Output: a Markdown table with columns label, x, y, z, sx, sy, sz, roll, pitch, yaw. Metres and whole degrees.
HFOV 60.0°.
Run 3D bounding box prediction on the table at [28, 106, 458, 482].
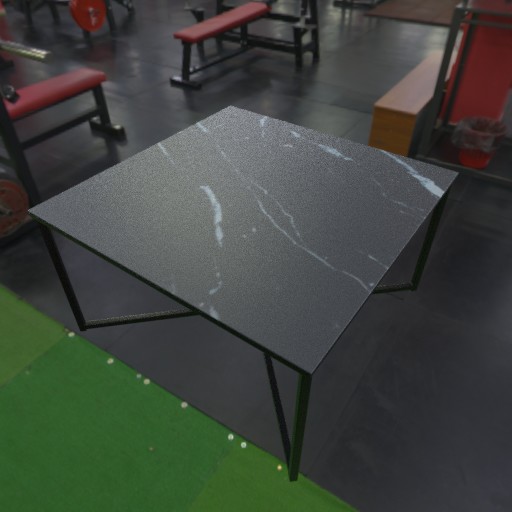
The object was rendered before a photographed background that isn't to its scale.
| label | x | y | z | sx | sy | sz | roll | pitch | yaw |
| --- | --- | --- | --- | --- | --- | --- | --- | --- | --- |
| table | 0.000 | 0.000 | 1.297 | 0.800 | 0.450 | 0.800 | 25 | 47 | 26 |
